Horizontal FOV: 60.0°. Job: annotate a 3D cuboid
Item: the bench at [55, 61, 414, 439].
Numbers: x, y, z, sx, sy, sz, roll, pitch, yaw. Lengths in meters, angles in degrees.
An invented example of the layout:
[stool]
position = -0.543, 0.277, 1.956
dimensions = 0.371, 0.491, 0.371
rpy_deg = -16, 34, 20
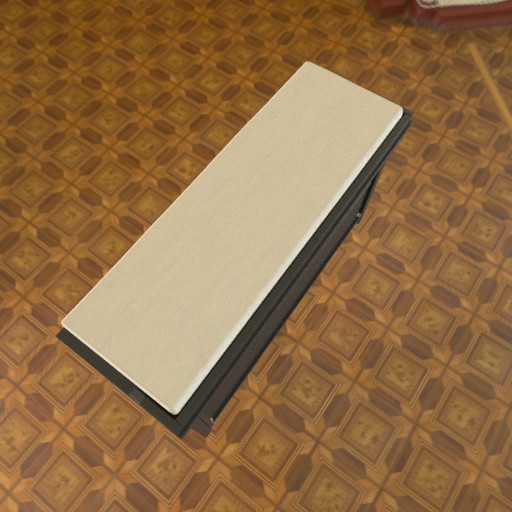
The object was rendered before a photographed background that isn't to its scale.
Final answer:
[bench]
position = 0.000, 0.000, 1.260
dimensions = 0.345, 0.561, 0.973
rpy_deg = 33, 69, 15
